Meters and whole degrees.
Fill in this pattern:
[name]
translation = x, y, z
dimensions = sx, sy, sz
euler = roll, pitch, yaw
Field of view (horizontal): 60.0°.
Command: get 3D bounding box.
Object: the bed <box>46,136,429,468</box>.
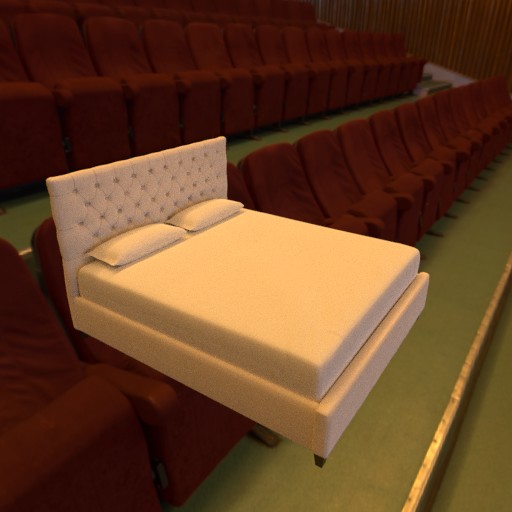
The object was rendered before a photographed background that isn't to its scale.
[bed]
translation = 0.000, 0.000, 3.690
dimensions = 2.387, 1.427, 2.078
euler = 16, 30, 31
